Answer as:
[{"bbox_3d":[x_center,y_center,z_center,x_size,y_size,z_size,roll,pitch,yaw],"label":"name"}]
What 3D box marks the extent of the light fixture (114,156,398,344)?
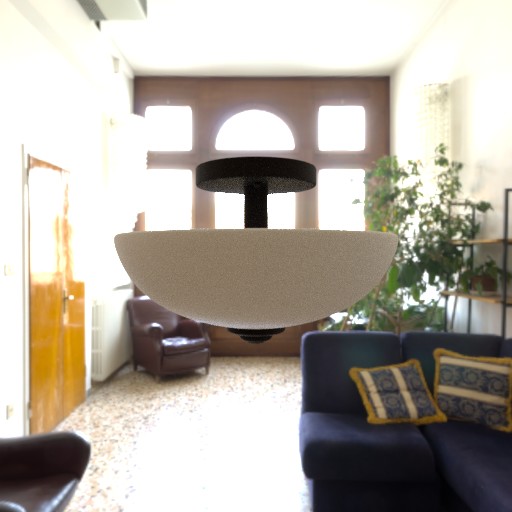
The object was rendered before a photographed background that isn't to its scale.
[{"bbox_3d":[0.000,0.000,0.541,0.331,0.212,0.331,0,0,0],"label":"light fixture"}]
